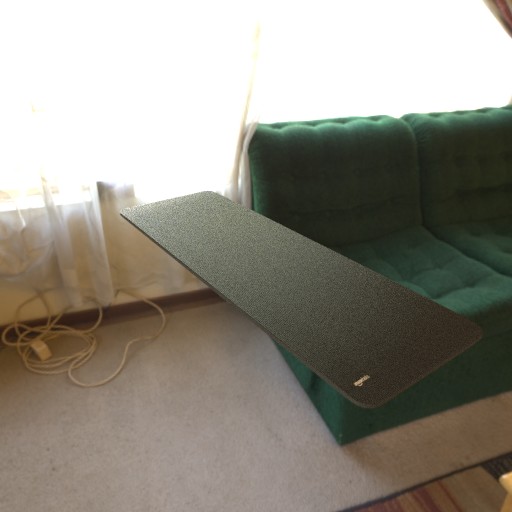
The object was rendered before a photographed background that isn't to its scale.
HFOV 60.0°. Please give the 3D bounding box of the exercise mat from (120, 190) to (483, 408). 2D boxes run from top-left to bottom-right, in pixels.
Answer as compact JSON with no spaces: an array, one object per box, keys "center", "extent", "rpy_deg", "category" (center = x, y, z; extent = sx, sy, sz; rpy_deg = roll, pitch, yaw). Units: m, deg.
[{"center":[0.000,0.000,2.028],"extent":[0.616,0.021,1.869],"rpy_deg":[-18,32,-32],"category":"exercise mat"}]
